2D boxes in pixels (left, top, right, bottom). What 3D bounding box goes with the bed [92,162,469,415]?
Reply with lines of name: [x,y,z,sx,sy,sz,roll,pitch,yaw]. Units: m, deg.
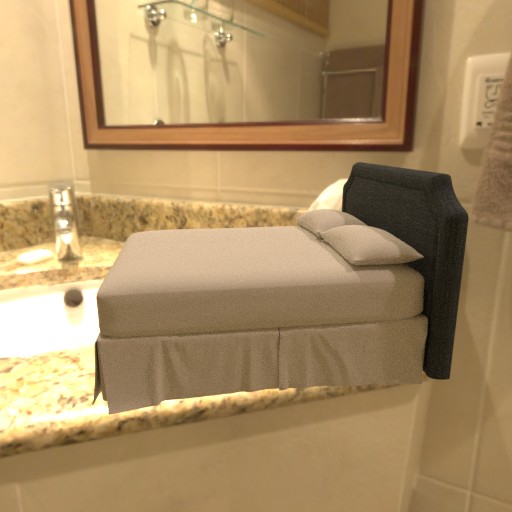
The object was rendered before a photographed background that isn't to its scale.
bed: [0.000,0.000,3.327,2.208,1.297,1.828,-2,15,-8]
